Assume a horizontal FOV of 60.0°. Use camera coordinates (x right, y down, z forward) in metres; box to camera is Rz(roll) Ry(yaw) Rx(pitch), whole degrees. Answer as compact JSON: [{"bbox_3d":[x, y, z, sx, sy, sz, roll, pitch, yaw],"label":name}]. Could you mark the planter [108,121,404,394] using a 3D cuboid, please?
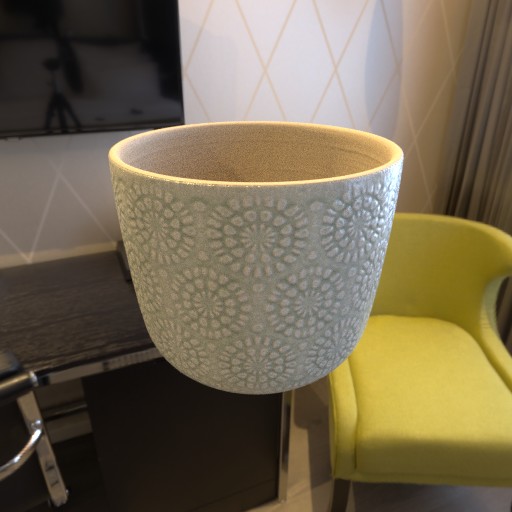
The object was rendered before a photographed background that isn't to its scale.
[{"bbox_3d":[0.000,0.000,0.217,0.124,0.109,0.124,0,26,0],"label":"planter"}]
